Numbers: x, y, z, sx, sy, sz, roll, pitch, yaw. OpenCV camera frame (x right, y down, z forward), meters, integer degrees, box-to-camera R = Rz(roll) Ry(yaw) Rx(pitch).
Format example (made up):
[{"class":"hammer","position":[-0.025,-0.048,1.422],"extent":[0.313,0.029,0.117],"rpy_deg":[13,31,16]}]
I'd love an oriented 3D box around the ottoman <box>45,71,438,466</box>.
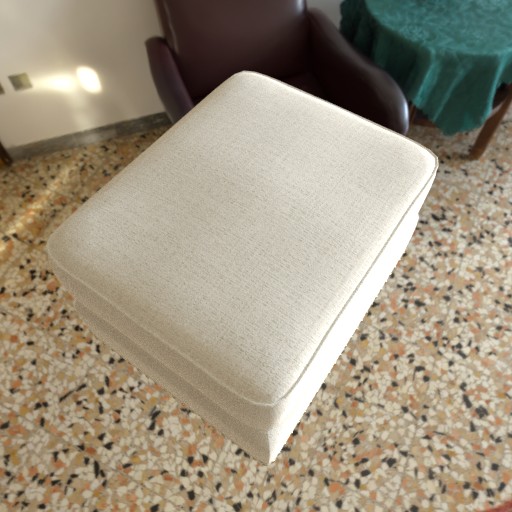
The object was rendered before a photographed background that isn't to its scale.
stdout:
[{"class":"ottoman","position":[0.000,0.000,1.107],"extent":[0.589,0.537,0.738],"rpy_deg":[31,63,18]}]
